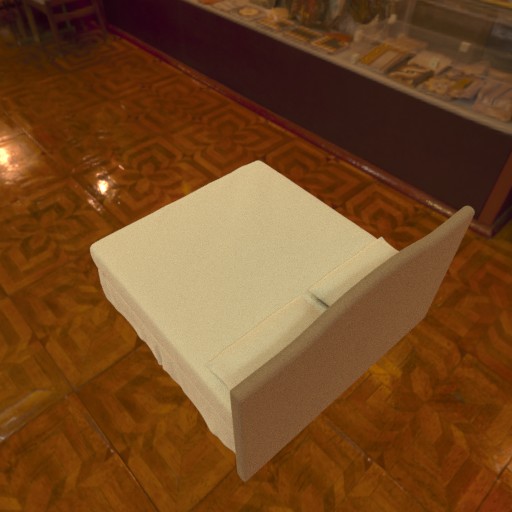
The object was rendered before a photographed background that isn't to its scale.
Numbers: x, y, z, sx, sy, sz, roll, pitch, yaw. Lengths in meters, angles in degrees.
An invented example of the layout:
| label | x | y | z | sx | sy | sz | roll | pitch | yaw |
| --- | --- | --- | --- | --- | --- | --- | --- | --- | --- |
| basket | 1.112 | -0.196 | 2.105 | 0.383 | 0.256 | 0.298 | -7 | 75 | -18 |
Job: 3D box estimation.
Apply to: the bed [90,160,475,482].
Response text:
| label | x | y | z | sx | sy | sz | roll | pitch | yaw |
| --- | --- | --- | --- | --- | --- | --- | --- | --- | --- |
| bed | 0.000 | 0.000 | 3.544 | 2.083 | 1.421 | 2.182 | -32 | 55 | -26 |
